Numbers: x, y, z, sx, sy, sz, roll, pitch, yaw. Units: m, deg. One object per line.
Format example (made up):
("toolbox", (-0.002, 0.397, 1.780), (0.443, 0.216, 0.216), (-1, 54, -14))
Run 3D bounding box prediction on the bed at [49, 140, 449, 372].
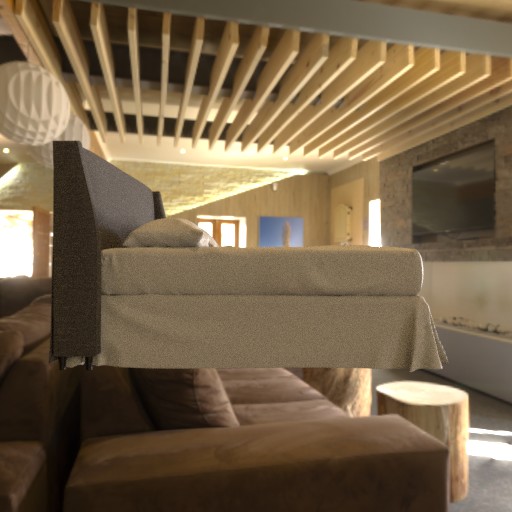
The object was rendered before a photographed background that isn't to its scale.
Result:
("bed", (0.000, 0.000, 3.406), (2.276, 1.332, 1.925), (0, -1, 2))
